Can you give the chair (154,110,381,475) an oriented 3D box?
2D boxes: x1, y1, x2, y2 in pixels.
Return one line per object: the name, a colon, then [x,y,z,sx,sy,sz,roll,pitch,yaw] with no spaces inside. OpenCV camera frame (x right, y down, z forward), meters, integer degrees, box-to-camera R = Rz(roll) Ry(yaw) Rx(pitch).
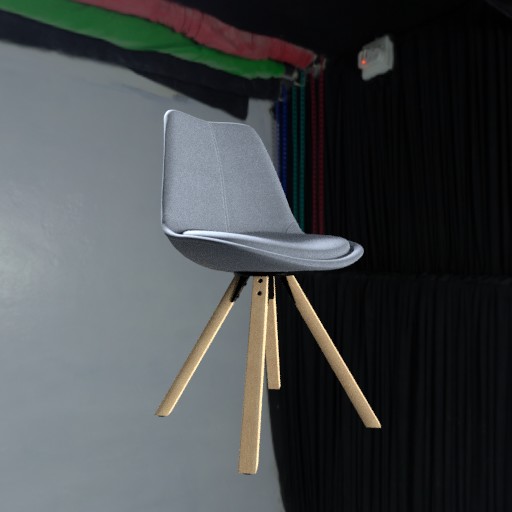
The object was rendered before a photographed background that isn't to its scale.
chair: [0.000,0.000,1.187,0.474,0.863,0.549,0,1,-36]
